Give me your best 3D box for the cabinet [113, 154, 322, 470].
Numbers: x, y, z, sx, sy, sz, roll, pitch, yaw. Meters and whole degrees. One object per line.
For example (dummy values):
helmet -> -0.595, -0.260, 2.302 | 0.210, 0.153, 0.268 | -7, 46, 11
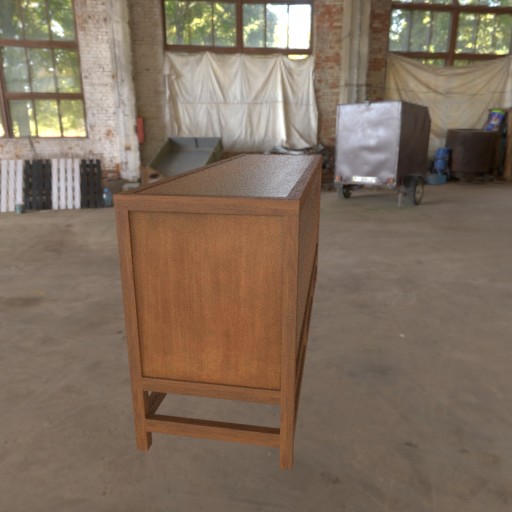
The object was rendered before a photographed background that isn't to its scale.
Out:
cabinet -> 0.000, 0.000, 2.068 | 0.522, 0.820, 1.708 | 3, 17, 10
